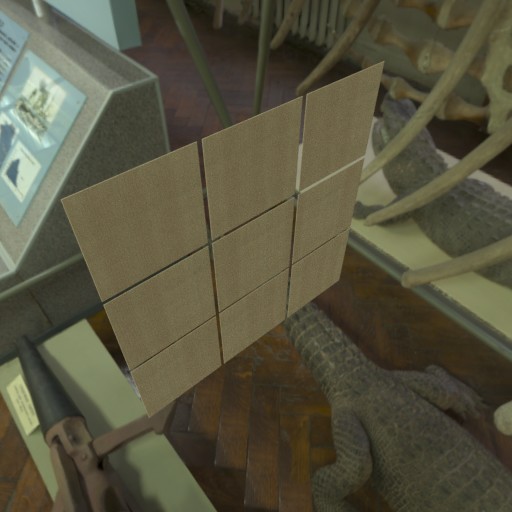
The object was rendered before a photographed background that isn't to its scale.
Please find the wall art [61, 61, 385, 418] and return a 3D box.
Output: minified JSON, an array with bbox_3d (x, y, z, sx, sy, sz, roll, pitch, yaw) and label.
[{"bbox_3d":[0.000,0.000,2.195,1.517,1.505,0.002,-32,54,-27],"label":"wall art"}]
